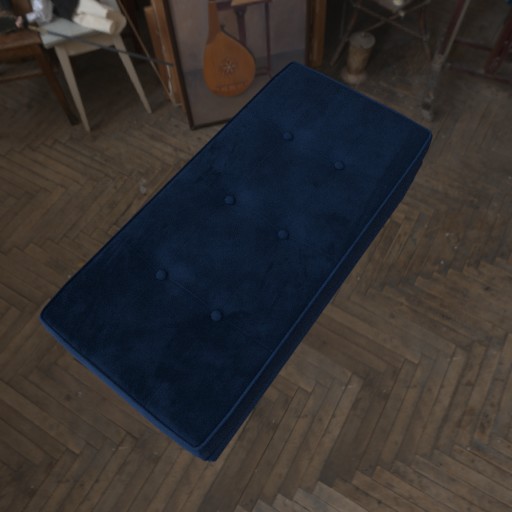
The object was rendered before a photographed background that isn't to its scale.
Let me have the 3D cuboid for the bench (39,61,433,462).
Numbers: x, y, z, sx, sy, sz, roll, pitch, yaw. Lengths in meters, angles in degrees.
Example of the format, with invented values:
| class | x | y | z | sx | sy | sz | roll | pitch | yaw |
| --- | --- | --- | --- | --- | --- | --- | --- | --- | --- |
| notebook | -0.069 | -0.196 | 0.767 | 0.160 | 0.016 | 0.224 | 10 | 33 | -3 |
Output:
| class | x | y | z | sx | sy | sz | roll | pitch | yaw |
| --- | --- | --- | --- | --- | --- | --- | --- | --- | --- |
| bench | 0.000 | 0.000 | 1.278 | 0.489 | 0.467 | 1.010 | 34 | 69 | 15 |
